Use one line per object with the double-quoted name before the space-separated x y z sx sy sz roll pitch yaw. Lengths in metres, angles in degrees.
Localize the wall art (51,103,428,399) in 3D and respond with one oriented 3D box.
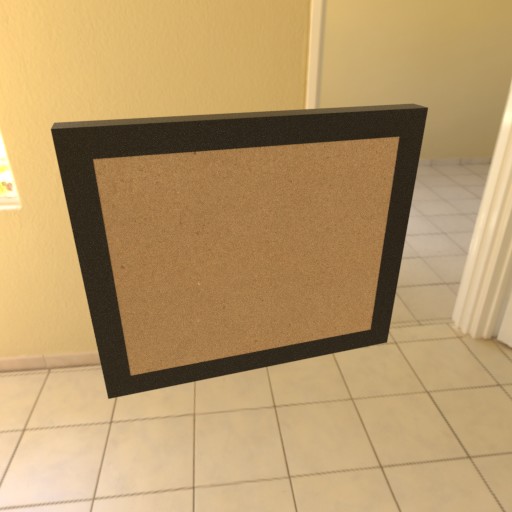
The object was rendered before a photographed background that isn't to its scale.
"wall art" 0.000 0.000 0.520 0.381 0.321 0.028 -8 29 -14
